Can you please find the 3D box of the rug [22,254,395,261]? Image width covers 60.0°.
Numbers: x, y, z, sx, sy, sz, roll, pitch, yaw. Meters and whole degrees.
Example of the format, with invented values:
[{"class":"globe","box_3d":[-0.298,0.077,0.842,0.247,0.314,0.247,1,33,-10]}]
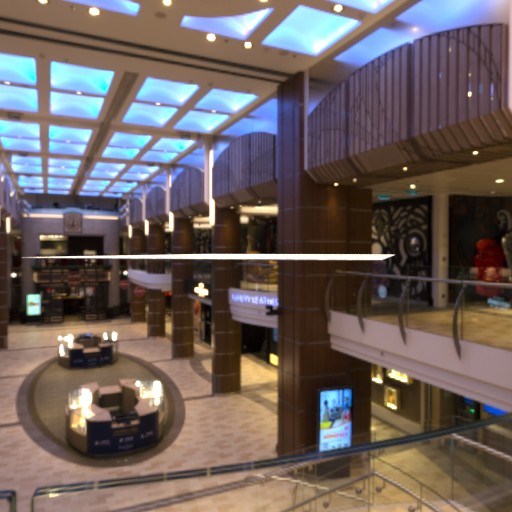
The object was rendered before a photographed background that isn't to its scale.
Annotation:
[{"class":"rug","box_3d":[0.000,0.000,3.926,2.283,0.006,2.892,0,1,19]}]
